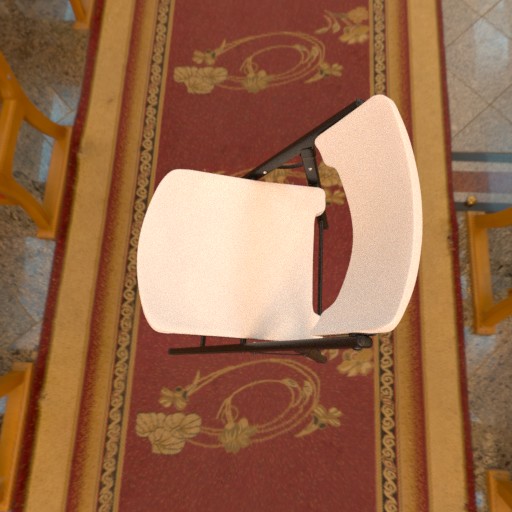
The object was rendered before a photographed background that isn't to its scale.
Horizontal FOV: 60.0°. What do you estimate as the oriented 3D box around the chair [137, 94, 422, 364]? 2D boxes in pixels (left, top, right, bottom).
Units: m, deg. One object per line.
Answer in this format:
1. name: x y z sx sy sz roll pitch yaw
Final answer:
1. chair: 0.000 0.000 1.108 0.577 0.765 0.482 3 74 1
